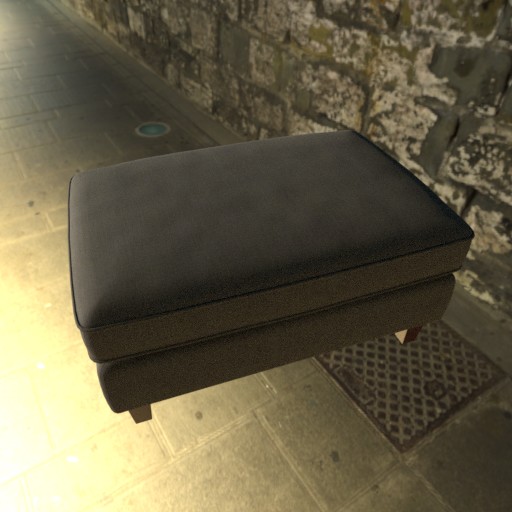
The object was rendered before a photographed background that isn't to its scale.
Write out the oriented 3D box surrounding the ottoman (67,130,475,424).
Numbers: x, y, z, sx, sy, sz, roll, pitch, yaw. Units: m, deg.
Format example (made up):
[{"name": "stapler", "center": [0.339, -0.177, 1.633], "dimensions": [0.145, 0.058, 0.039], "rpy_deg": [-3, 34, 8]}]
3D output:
[{"name": "ottoman", "center": [0.000, 0.000, 1.281], "dimensions": [0.941, 0.480, 0.636], "rpy_deg": [-13, 42, -14]}]
